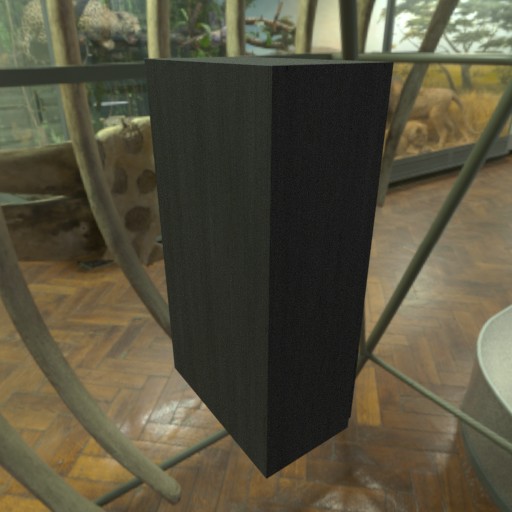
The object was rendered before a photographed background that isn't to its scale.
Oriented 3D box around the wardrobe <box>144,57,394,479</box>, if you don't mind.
[{"bbox_3d":[0.000,0.000,2.235,0.577,1.808,0.991,-17,30,-31],"label":"wardrobe"}]
